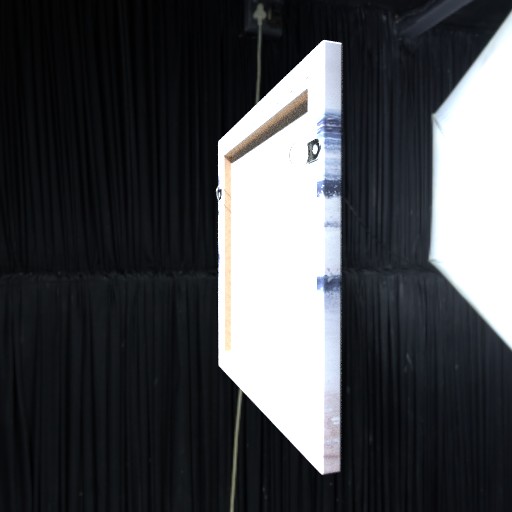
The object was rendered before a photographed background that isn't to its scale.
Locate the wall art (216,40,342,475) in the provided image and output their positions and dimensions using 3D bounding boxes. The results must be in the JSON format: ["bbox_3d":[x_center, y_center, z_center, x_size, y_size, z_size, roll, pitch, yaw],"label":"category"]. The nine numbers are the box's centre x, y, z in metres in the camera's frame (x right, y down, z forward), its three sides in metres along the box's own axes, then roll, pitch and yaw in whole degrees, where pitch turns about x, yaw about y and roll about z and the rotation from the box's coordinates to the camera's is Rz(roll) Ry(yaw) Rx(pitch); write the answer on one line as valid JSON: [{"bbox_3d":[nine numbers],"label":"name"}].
[{"bbox_3d":[0.000,0.000,1.117,0.065,0.747,0.755,0,1,-18],"label":"wall art"}]
